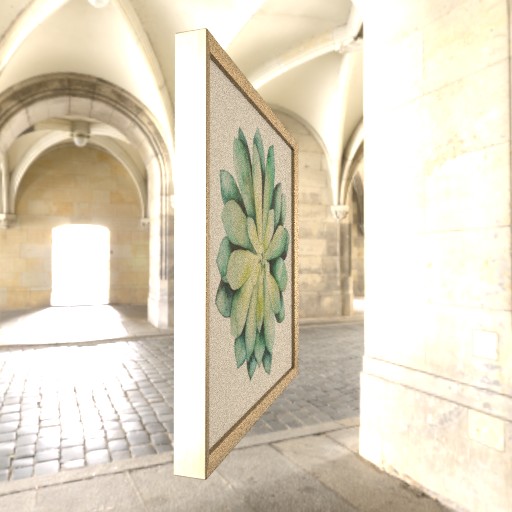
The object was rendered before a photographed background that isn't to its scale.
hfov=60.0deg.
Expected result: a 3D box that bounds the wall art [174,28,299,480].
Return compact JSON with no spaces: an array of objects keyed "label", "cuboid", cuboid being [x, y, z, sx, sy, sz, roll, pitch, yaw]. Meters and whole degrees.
[{"label":"wall art","cuboid":[0.000,0.000,0.741,0.040,0.506,0.503,0,-1,17]}]
